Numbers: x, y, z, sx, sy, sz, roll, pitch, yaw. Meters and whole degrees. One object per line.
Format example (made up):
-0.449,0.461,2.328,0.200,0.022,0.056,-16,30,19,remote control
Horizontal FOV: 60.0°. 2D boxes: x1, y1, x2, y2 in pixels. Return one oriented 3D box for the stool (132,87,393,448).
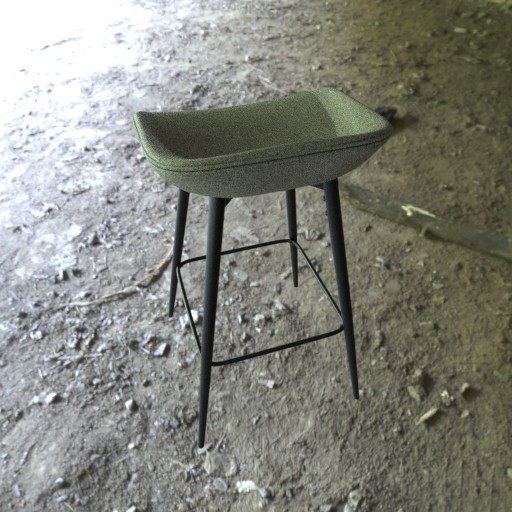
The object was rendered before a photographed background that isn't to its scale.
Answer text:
0.000,0.000,1.105,0.469,0.814,0.480,-12,43,-13,stool
